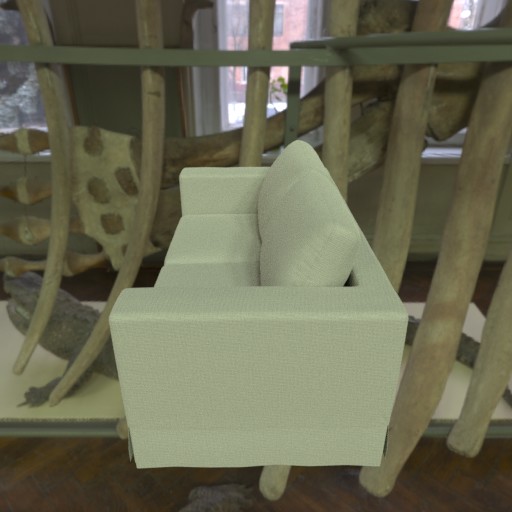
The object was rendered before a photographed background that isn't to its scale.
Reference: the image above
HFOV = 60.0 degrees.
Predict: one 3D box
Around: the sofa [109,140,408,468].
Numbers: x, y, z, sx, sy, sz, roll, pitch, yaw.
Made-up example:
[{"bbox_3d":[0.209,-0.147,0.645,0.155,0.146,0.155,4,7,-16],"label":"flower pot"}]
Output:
[{"bbox_3d":[0.000,0.000,2.325,1.009,0.932,1.813,0,27,-1],"label":"sofa"}]
